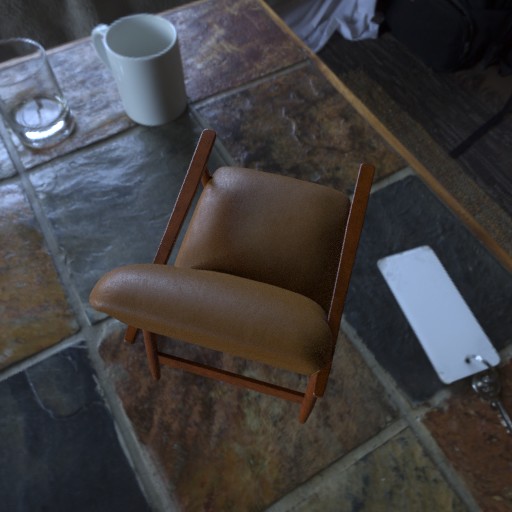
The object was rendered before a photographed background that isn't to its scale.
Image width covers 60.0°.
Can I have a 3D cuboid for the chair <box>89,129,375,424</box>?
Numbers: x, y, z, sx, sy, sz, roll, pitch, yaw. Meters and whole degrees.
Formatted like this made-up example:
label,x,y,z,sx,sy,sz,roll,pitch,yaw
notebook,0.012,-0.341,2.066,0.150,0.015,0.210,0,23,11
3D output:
label,x,y,z,sx,sy,sz,roll,pitch,yaw
chair,0.000,0.000,1.763,0.762,1.082,1.014,14,64,7
